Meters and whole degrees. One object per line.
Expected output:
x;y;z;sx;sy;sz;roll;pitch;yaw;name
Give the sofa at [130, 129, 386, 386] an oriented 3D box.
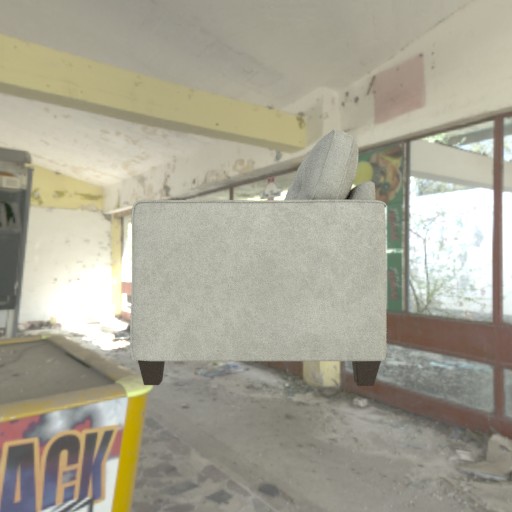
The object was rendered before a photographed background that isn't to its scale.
0.000;0.000;2.623;0.939;0.965;2.133;0;-1;0;sofa
